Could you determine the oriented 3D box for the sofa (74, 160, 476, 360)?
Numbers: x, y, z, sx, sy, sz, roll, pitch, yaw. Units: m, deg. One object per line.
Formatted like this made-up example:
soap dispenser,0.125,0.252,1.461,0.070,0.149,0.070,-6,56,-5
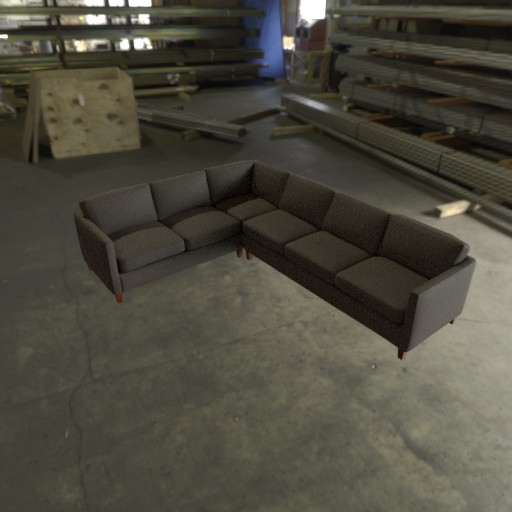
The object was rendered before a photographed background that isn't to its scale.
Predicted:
sofa,0.000,0.000,4.531,2.593,0.947,3.302,-21,36,-32
